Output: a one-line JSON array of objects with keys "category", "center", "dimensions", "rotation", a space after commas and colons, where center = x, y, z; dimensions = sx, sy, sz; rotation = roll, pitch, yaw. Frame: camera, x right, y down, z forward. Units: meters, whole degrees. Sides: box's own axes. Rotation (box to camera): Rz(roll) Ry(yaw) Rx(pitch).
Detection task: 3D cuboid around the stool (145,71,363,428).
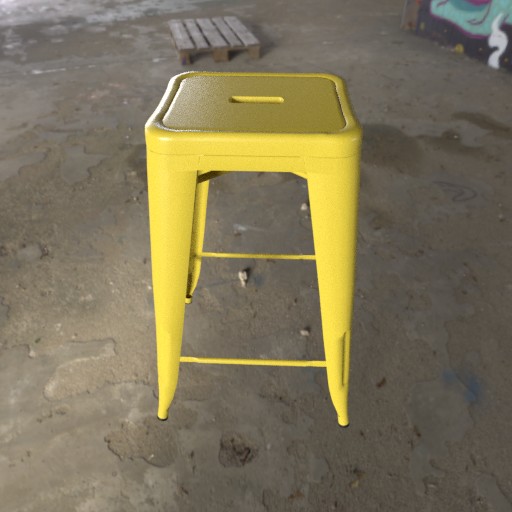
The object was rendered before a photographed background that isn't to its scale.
[{"category": "stool", "center": [0.000, 0.000, 0.852], "dimensions": [0.399, 0.609, 0.359], "rotation": [1, 40, 1]}]
